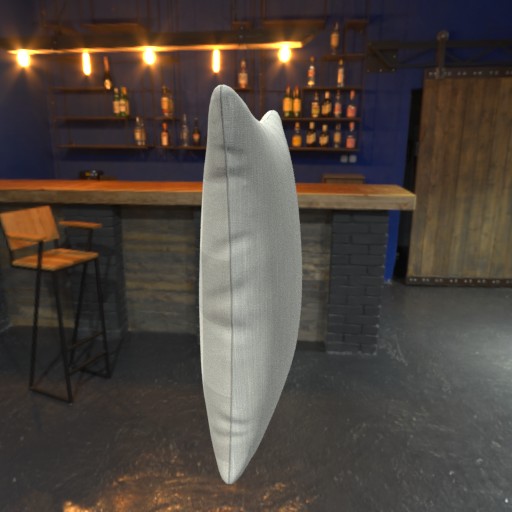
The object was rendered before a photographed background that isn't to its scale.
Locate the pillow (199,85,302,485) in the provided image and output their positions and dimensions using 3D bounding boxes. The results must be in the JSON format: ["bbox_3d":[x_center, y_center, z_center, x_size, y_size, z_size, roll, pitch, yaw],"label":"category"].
[{"bbox_3d":[0.000,0.000,0.772,0.161,0.509,0.511,2,15,8],"label":"pillow"}]
